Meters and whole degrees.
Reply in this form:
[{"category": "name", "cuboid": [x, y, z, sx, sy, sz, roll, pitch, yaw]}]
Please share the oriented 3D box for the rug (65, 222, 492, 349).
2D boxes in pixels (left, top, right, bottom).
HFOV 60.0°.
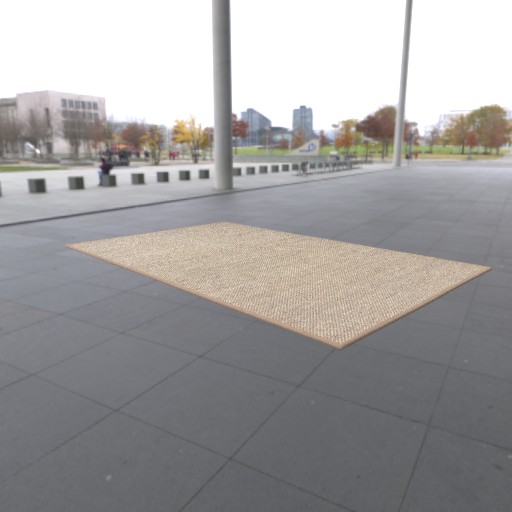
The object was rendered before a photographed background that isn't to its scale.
[{"category": "rug", "cuboid": [0.000, 0.000, 2.008, 1.061, 0.012, 1.668, -13, 19, -43]}]
